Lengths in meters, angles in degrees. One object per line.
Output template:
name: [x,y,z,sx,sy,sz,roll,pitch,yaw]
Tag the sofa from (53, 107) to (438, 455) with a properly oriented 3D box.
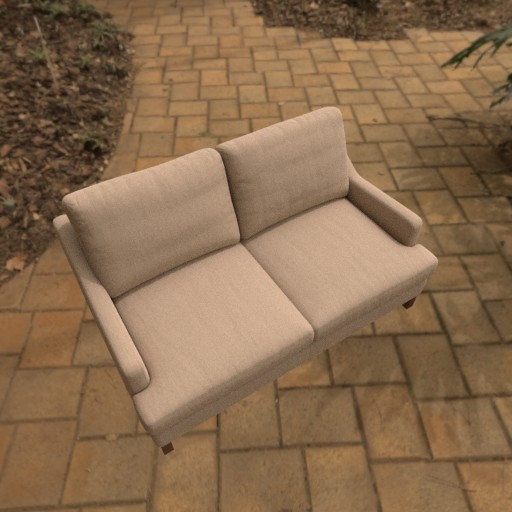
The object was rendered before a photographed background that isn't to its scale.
sofa: [0.000,0.000,2.210,1.619,0.910,1.004,-25,52,-21]
